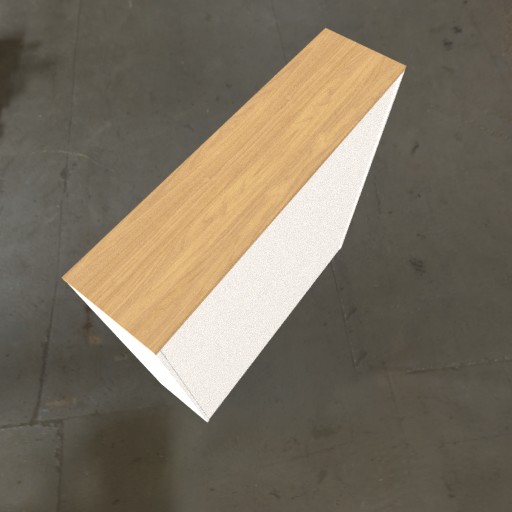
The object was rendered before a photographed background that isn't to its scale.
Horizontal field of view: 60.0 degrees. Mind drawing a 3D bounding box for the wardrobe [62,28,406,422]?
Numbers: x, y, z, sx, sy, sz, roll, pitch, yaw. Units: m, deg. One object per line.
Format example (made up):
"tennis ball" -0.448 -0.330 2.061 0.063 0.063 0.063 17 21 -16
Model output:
"wardrobe" 0.000 0.000 3.312 0.590 2.260 2.160 34 68 16
